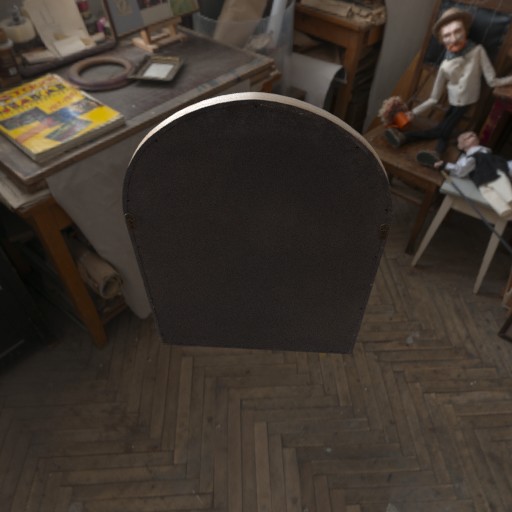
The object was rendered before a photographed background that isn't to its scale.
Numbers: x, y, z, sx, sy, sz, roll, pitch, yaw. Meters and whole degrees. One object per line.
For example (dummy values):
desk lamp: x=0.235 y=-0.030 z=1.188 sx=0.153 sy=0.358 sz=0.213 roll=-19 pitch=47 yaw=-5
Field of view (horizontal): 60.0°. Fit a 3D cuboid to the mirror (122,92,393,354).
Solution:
mirror: x=0.000 y=0.000 z=1.205 sx=0.660 sy=0.920 sz=0.032 roll=2 pitch=47 yaw=2
